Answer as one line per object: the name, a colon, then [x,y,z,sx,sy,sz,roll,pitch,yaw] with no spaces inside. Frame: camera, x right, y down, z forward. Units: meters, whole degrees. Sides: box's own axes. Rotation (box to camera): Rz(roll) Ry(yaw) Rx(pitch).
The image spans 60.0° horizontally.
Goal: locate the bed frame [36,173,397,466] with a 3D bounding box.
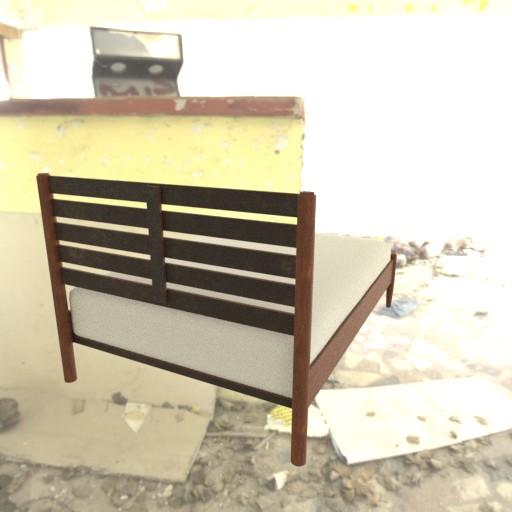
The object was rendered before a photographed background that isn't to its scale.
bed frame: [0.000,0.000,3.252,1.655,1.321,2.234,8,18,26]
